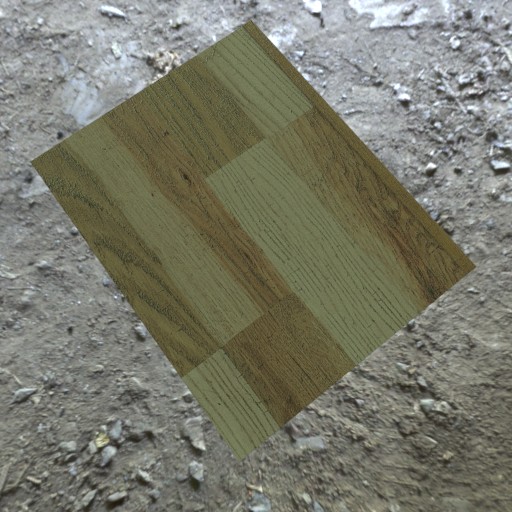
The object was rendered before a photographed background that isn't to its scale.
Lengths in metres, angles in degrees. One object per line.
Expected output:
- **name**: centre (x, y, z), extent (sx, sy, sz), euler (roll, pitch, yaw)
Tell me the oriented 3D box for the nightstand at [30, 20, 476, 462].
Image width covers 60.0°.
- **nightstand**: centre (0.000, 0.000, 0.992), extent (0.481, 0.632, 0.558), euler (-37, 79, -9)
